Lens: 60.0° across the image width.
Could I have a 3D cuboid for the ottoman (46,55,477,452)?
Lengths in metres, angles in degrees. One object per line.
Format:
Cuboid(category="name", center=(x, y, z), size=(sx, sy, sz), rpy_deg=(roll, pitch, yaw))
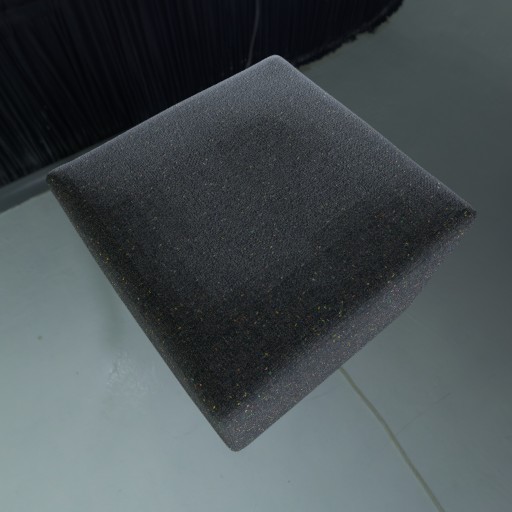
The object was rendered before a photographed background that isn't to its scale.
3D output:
Cuboid(category="ottoman", center=(0.000, 0.000, 0.871), size=(0.508, 0.432, 0.508), rpy_deg=(-35, 66, -18))
